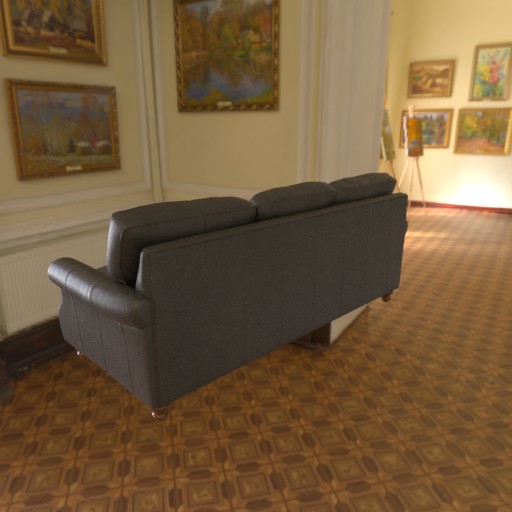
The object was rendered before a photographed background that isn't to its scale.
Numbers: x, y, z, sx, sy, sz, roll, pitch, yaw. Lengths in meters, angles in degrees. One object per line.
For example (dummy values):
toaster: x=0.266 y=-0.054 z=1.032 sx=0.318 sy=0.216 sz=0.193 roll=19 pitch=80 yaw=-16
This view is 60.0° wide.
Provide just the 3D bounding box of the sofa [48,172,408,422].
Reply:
sofa: x=0.000 y=0.000 z=2.885 sx=2.387 sy=0.977 sz=0.974 roll=-16 pitch=23 yaw=-42
